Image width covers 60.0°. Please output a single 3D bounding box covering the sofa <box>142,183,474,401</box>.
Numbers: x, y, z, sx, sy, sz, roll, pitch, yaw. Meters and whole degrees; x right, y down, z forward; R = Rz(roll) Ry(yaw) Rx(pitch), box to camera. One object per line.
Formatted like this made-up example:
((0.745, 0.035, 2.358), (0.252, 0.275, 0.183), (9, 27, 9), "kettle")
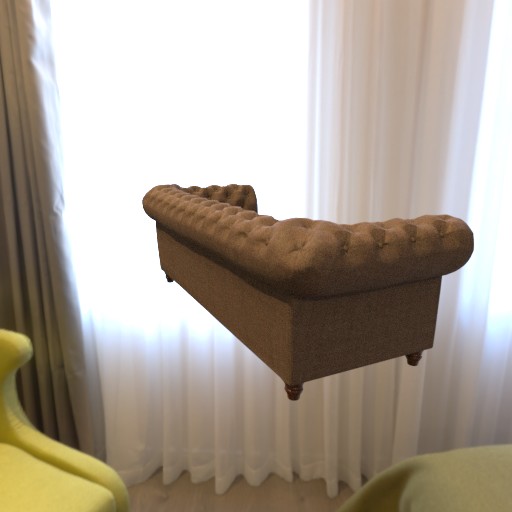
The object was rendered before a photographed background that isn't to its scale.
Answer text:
((0.000, 0.000, 2.781), (0.944, 0.787, 2.385), (-7, 15, -26), "sofa")
